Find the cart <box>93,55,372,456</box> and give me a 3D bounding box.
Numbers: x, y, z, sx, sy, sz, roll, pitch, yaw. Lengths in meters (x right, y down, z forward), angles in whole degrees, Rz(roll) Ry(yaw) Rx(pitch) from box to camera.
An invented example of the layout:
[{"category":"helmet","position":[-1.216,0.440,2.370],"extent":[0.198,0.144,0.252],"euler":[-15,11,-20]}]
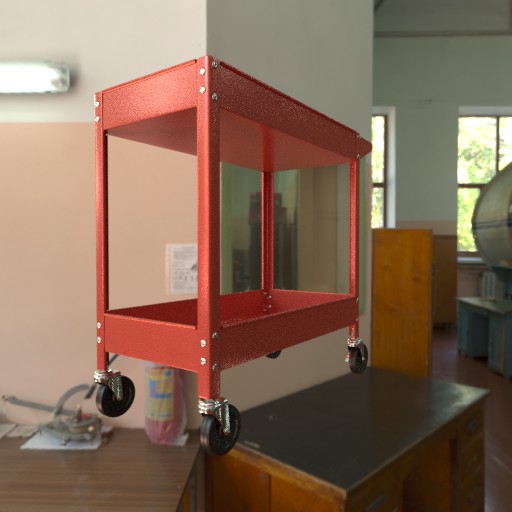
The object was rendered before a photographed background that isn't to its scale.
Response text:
[{"category":"cart","position":[0.000,0.000,1.185],"extent":[0.366,0.719,0.779],"euler":[1,2,36]}]
